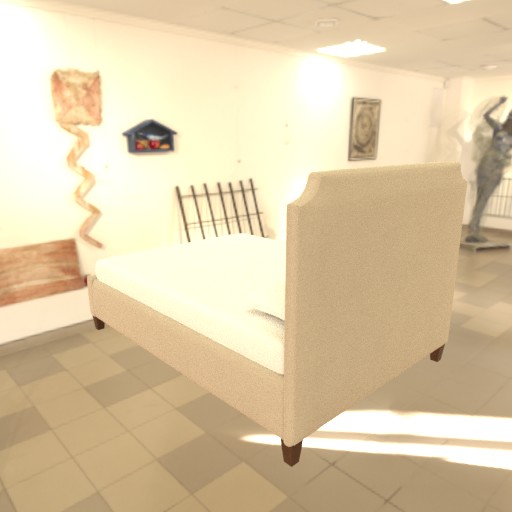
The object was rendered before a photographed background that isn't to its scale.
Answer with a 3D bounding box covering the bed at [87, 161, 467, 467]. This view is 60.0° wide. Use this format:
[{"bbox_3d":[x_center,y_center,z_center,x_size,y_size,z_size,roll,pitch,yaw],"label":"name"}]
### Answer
[{"bbox_3d":[0.000,0.000,3.353,1.713,1.443,2.372,-13,20,-41],"label":"bed"}]
